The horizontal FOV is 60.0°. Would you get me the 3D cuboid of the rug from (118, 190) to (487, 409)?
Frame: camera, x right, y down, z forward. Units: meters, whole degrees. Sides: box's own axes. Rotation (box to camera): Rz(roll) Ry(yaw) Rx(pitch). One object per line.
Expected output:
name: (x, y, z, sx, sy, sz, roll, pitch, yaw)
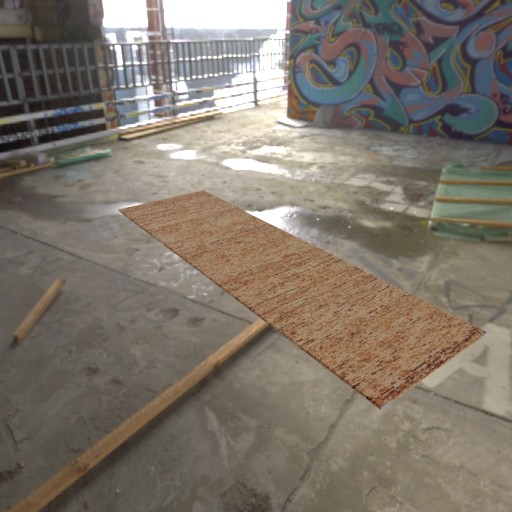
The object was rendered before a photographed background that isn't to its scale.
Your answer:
rug: (0.000, 0.000, 2.422, 0.680, 0.014, 2.237, -19, 33, -32)
